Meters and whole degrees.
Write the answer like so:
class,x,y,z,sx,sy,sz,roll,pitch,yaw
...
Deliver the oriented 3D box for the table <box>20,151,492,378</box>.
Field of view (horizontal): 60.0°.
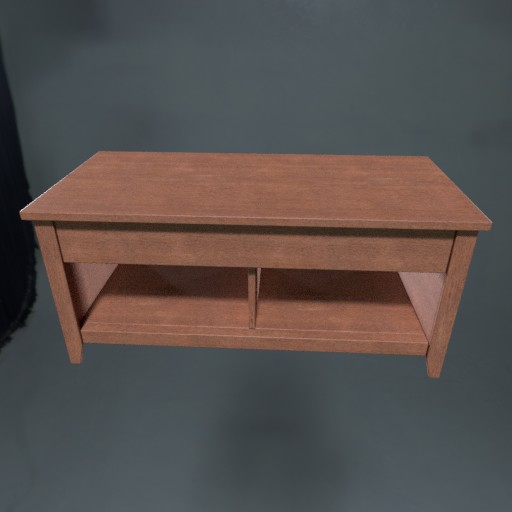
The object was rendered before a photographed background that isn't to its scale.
class,x,y,z,sx,sy,sz,roll,pitch,yaw
table,0.000,0.000,1.270,1.016,0.457,0.483,2,29,3
